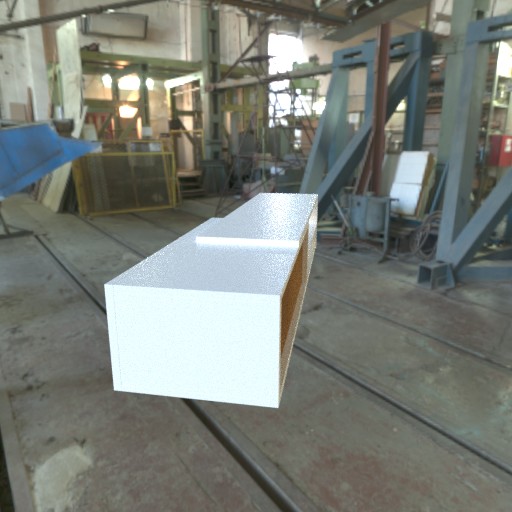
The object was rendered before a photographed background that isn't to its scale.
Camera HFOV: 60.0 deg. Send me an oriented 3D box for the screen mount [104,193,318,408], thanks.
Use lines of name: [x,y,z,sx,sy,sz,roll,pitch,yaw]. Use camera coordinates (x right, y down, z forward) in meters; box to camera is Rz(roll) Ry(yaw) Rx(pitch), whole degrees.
screen mount: [0.000,0.000,1.846,0.420,0.320,1.680,3,15,10]
